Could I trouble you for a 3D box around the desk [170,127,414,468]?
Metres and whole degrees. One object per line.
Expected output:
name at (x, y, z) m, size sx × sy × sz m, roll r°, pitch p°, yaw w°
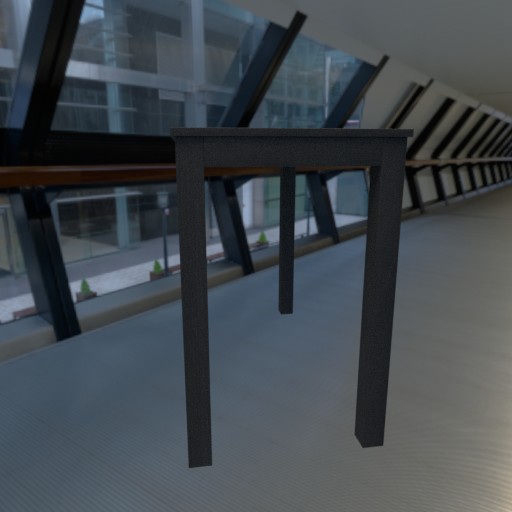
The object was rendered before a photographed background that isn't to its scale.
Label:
desk at (0.000, 0.000, 1.446) m, size 0.499 × 0.762 × 0.991 m, roll -2°, pitch 14°, yaw -9°
